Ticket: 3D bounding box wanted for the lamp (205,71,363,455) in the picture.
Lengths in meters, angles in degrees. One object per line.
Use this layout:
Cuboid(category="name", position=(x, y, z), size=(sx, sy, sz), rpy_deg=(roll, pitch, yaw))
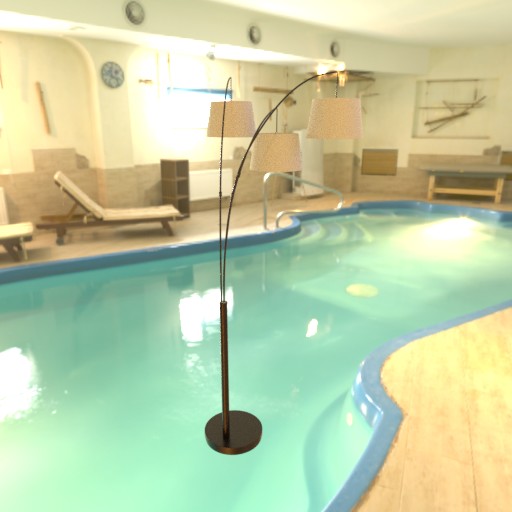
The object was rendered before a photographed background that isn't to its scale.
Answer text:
Cuboid(category="lamp", position=(0.000, 0.000, 2.490), size=(0.951, 1.950, 0.924), rpy_deg=(8, 18, 26))
